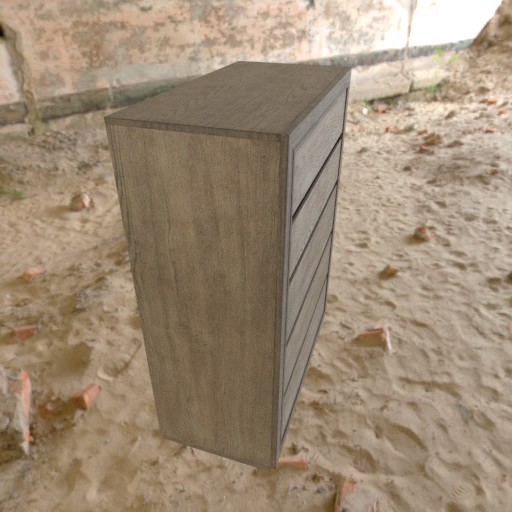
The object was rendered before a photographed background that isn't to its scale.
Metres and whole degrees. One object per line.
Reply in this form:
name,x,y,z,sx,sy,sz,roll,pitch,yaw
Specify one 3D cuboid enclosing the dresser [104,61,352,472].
dresser,0.000,0.000,1.779,0.483,1.295,0.967,10,33,16
